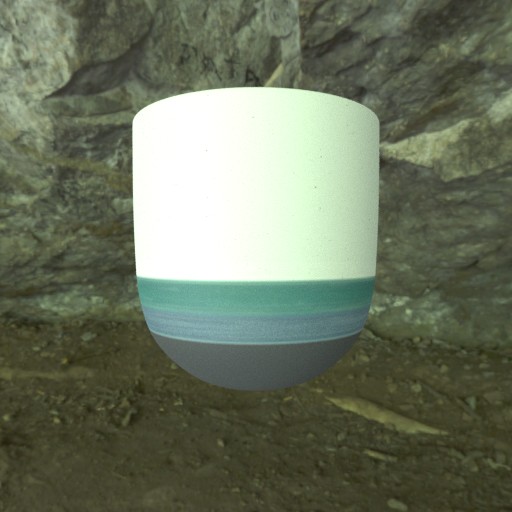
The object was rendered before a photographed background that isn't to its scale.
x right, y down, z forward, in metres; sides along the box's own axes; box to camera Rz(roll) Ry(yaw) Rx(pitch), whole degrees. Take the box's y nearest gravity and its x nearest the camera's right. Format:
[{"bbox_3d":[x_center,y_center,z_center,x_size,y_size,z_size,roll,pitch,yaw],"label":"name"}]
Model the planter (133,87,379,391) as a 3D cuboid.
[{"bbox_3d":[0.000,0.000,0.380,0.204,0.214,0.204,0,0,0],"label":"planter"}]
